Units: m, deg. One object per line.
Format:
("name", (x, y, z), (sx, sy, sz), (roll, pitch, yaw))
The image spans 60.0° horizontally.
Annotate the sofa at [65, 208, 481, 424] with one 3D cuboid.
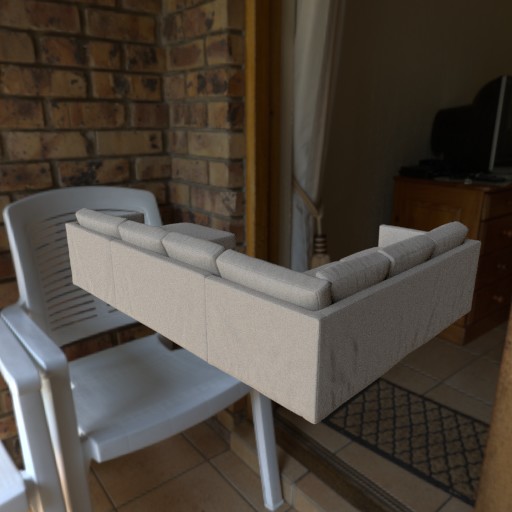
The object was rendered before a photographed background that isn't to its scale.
("sofa", (0.000, 0.000, 4.496), (2.427, 0.882, 3.460), (-16, 23, -42))
